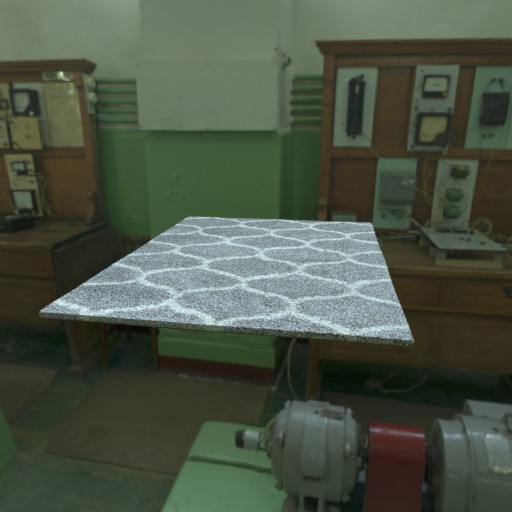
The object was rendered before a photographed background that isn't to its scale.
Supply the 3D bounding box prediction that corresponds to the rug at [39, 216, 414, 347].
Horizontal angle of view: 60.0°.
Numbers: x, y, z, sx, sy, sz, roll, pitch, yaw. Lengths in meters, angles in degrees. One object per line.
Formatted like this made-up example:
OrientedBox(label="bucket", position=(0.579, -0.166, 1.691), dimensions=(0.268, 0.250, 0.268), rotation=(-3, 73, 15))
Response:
OrientedBox(label="rug", position=(0.000, 0.000, 2.122), dimensions=(1.200, 0.025, 1.600), rotation=(3, 17, 9))
